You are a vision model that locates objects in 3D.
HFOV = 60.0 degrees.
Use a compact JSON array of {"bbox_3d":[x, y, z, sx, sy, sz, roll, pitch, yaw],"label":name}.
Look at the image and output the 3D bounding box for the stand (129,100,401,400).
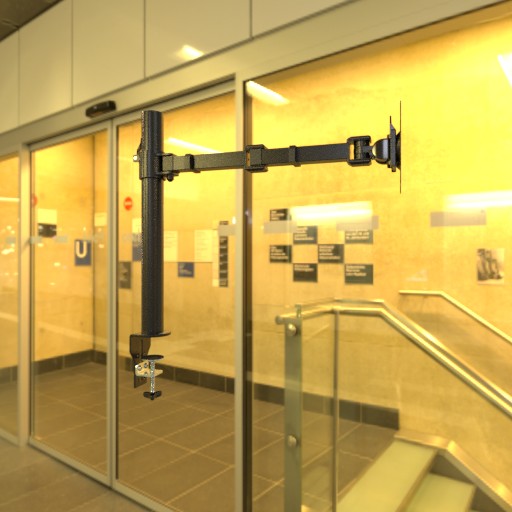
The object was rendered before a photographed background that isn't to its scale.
[{"bbox_3d":[0.000,0.000,0.733,0.456,0.510,0.115,0,0,18],"label":"stand"}]
